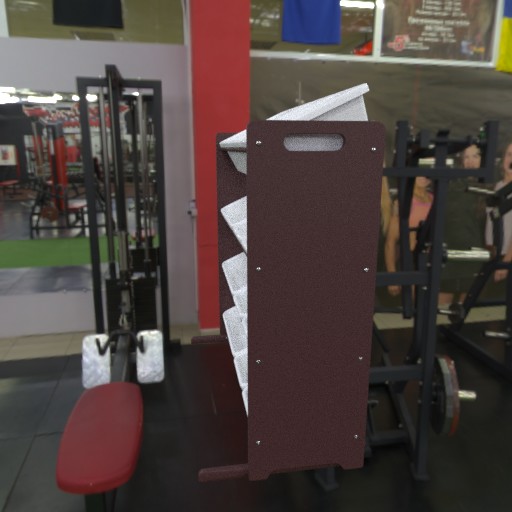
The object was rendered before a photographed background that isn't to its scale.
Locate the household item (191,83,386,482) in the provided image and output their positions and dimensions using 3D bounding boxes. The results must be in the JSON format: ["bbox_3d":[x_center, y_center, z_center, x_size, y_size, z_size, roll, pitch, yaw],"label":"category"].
[{"bbox_3d":[0.000,0.000,1.296,0.389,0.864,0.787,-2,14,-9],"label":"household item"}]
